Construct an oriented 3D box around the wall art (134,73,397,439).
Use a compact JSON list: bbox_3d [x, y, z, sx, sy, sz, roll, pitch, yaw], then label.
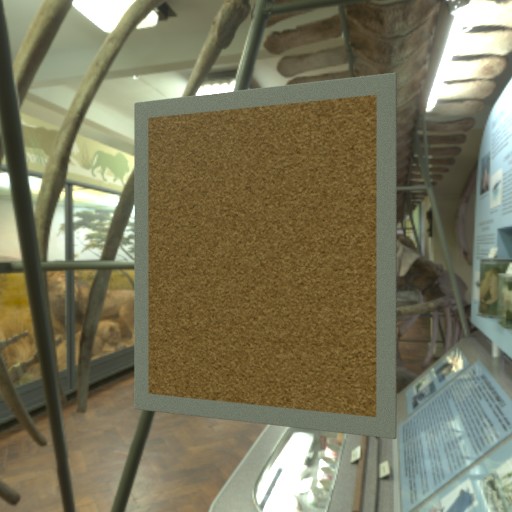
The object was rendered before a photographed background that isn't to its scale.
[{"bbox_3d":[0.000,0.000,0.751,0.454,0.556,0.028,0,0,17],"label":"wall art"}]
